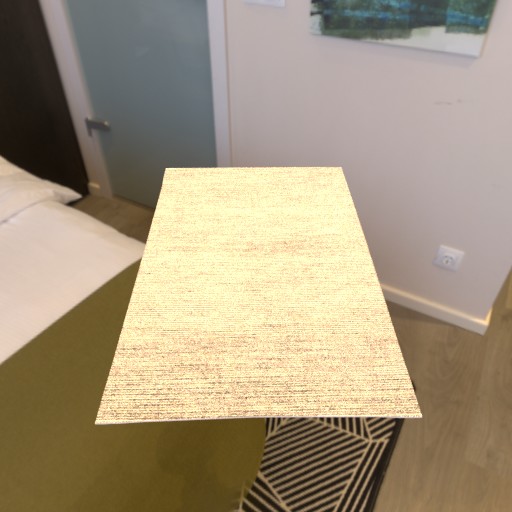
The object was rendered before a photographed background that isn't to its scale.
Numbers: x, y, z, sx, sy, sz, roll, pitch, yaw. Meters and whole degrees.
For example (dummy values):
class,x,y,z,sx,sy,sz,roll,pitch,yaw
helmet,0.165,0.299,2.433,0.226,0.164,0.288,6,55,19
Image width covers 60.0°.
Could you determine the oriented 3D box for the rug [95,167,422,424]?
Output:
class,x,y,z,sx,sy,sz,roll,pitch,yaw
rug,0.000,0.000,2.216,1.149,0.021,1.773,0,41,-1
